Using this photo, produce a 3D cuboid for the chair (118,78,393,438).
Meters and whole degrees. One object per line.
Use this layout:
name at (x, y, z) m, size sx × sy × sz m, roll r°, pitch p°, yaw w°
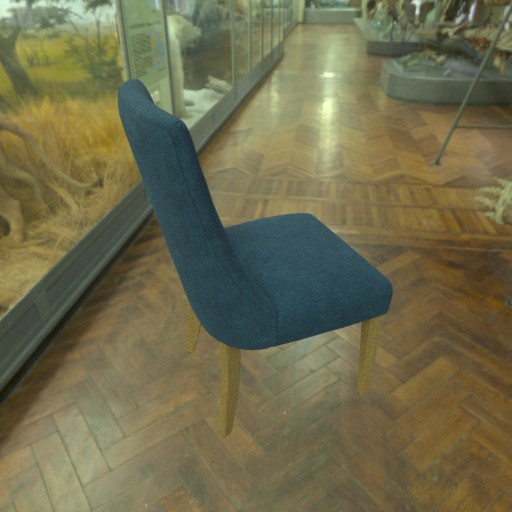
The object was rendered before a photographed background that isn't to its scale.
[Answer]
chair at (0.000, 0.000, 1.239) m, size 0.609 × 0.902 × 0.495 m, roll -12°, pitch 33°, yaw -19°
